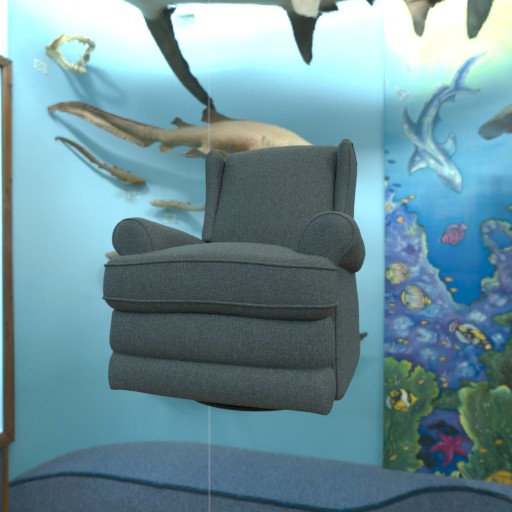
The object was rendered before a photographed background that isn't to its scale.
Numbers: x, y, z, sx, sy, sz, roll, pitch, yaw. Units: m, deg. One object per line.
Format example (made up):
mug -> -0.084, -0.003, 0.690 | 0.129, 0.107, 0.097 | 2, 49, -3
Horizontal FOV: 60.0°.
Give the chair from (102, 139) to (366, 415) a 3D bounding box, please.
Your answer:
chair -> 0.000, 0.000, 1.713 | 0.847, 1.011, 0.969 | 0, 0, 19
